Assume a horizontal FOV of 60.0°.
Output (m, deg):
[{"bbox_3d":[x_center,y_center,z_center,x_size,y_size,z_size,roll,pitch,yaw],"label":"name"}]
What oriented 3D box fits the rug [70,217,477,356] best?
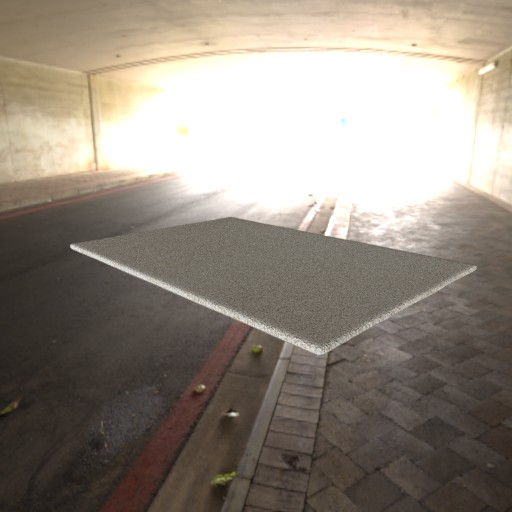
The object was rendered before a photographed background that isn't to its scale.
[{"bbox_3d":[0.000,0.000,2.314,1.219,0.030,1.778,-15,21,-43],"label":"rug"}]
